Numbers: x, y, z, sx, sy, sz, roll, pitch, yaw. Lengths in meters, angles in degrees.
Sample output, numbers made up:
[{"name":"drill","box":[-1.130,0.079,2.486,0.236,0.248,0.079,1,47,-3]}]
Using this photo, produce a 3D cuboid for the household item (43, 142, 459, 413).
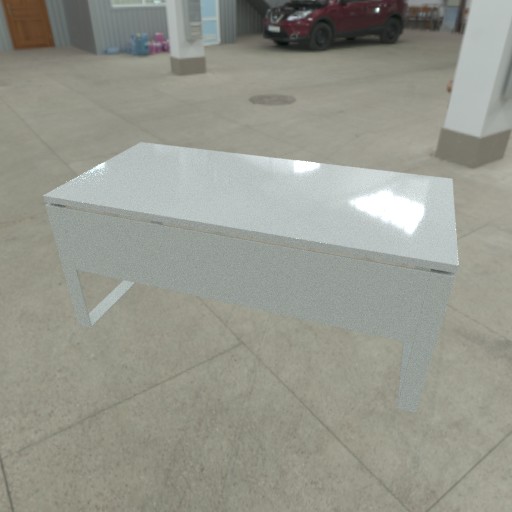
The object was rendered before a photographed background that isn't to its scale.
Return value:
[{"name":"household item","box":[0.000,0.000,2.222,1.700,0.745,0.800,10,33,16]}]
